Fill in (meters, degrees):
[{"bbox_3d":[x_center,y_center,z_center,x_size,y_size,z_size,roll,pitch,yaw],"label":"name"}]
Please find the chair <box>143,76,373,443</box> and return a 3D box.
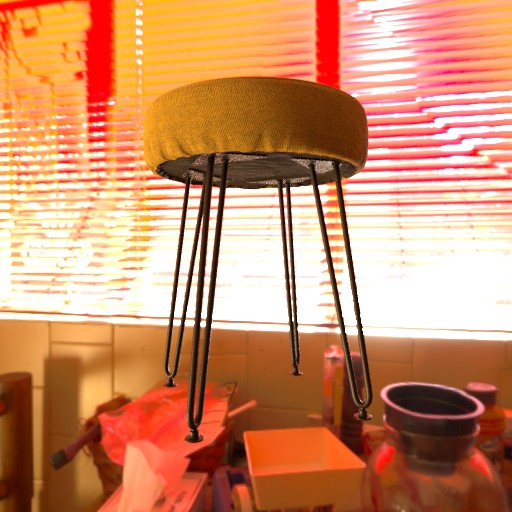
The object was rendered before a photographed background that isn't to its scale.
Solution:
[{"bbox_3d":[0.000,0.000,0.700,0.345,0.455,0.345,0,0,-18],"label":"chair"}]
